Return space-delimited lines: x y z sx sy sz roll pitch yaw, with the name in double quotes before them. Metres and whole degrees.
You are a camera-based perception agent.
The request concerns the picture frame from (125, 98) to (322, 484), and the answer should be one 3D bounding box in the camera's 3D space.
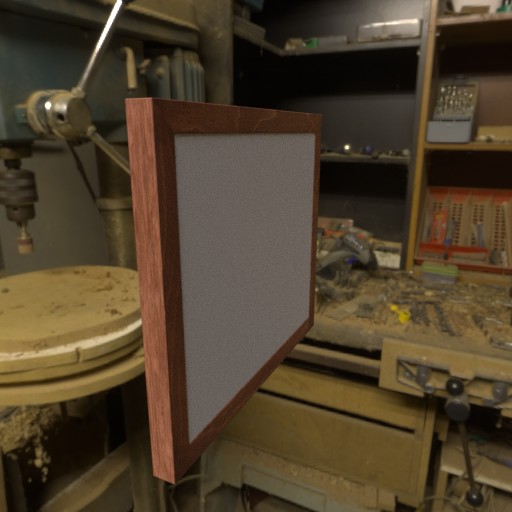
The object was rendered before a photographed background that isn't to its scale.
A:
"picture frame" 0.000 0.000 0.525 0.025 0.330 0.381 8 17 25
